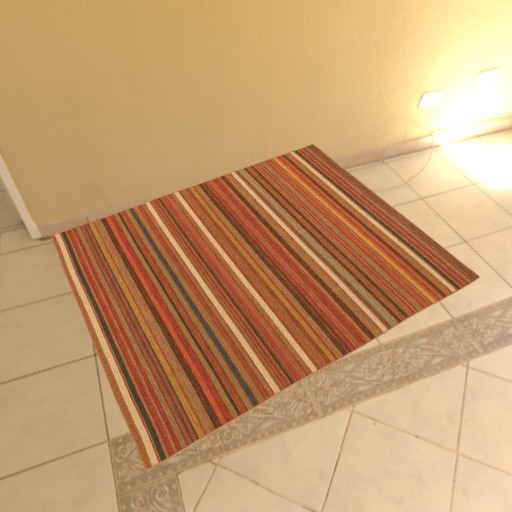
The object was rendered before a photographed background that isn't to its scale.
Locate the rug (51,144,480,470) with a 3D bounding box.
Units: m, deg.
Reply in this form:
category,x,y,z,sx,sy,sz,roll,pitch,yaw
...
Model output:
category,x,y,z,sx,sy,sz,roll,pitch,yaw
rug,0.000,0.000,4.031,3.092,0.023,2.479,-23,51,-21
